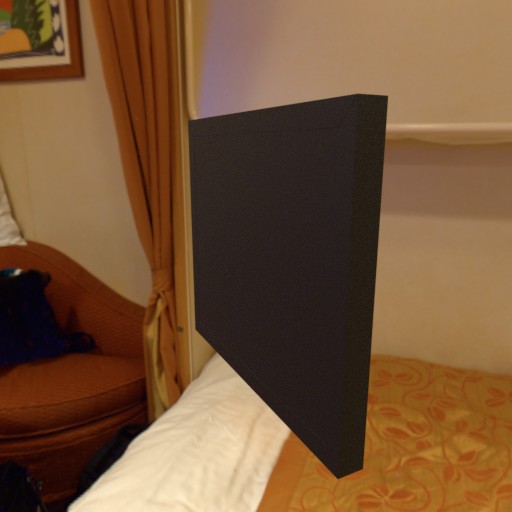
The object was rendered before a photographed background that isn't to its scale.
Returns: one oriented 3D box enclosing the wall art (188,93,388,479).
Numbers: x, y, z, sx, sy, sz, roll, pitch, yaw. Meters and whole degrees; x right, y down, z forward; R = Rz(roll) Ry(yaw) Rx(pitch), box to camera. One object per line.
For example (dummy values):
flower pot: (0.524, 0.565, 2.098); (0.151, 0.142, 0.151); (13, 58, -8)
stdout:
wall art: (0.000, 0.000, 0.532); (0.029, 0.330, 0.381); (-7, 15, -26)
